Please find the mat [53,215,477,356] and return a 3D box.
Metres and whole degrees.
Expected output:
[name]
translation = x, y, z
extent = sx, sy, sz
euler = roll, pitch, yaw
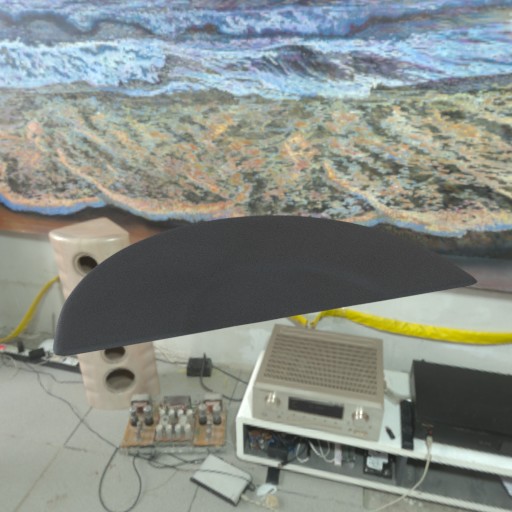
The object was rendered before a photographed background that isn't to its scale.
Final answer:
[mat]
translation = 0.000, 0.000, 1.879
extent = 1.525, 0.016, 0.917
euler = -8, 28, -15
